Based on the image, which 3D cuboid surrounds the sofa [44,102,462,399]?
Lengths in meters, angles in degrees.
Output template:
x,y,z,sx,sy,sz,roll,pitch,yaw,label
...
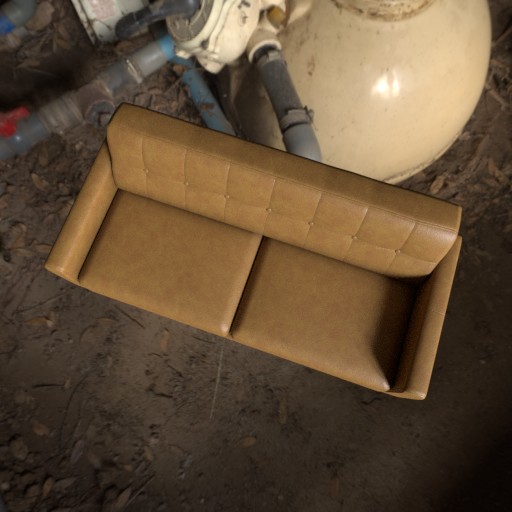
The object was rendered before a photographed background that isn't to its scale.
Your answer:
x,y,z,sx,sy,sz,roll,pitch,yaw,label
0.000,0.000,2.586,2.137,0.892,0.980,18,76,5,sofa
